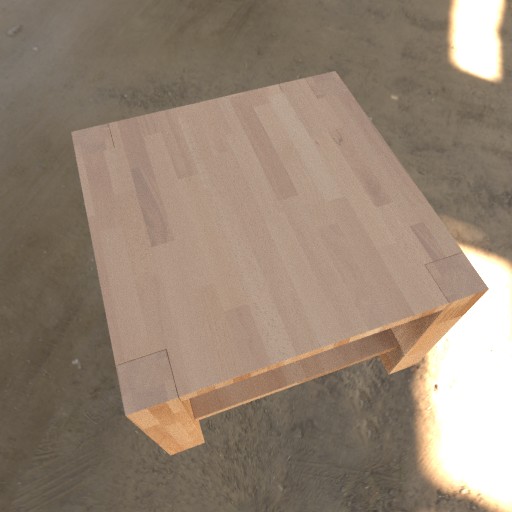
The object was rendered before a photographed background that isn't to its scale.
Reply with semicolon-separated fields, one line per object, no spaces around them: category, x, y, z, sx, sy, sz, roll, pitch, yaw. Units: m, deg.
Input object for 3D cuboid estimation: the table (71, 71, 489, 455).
table;0.000;0.000;1.150;0.700;0.451;0.700;-17;60;-10
